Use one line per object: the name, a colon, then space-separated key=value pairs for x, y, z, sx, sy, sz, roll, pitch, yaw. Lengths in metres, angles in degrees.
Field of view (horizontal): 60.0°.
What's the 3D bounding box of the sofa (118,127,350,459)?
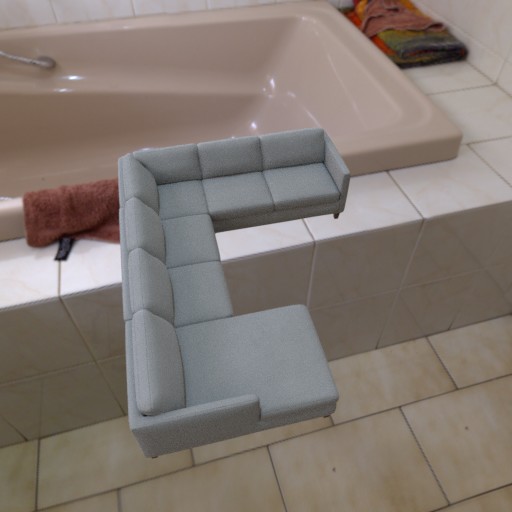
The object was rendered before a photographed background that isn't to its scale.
sofa: x=0.000 y=0.000 z=4.432 sx=2.551 sy=0.853 sz=3.238 roll=-10 pitch=49 yaw=-9
